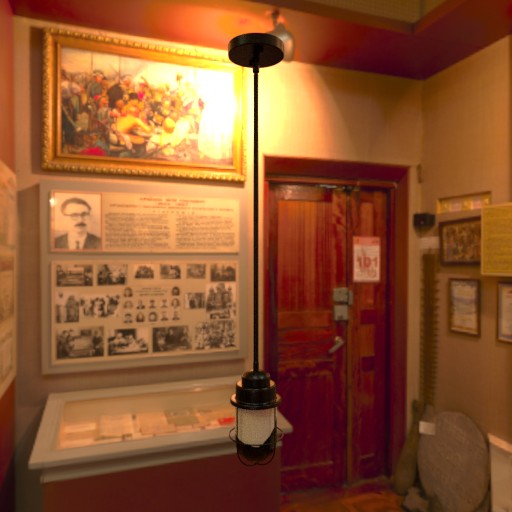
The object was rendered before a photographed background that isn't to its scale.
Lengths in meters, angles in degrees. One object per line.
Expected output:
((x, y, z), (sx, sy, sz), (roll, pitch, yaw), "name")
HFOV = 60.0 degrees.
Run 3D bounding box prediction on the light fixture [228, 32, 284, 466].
((0.000, 0.000, 0.975), (0.123, 0.920, 0.123), (0, 0, -18), "light fixture")
